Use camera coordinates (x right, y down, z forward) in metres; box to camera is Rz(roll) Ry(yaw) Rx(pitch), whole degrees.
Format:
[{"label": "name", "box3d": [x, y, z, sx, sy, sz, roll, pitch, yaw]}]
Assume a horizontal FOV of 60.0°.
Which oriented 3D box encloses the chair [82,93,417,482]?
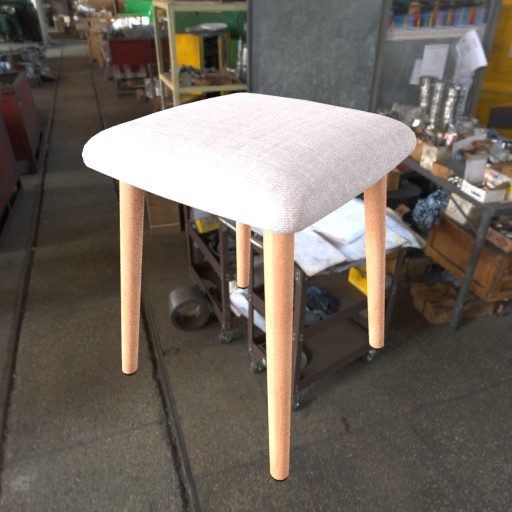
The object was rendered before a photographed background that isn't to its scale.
[{"label": "chair", "box3d": [0.000, 0.000, 0.692, 0.350, 0.440, 0.350, 22, 38, 31]}]
